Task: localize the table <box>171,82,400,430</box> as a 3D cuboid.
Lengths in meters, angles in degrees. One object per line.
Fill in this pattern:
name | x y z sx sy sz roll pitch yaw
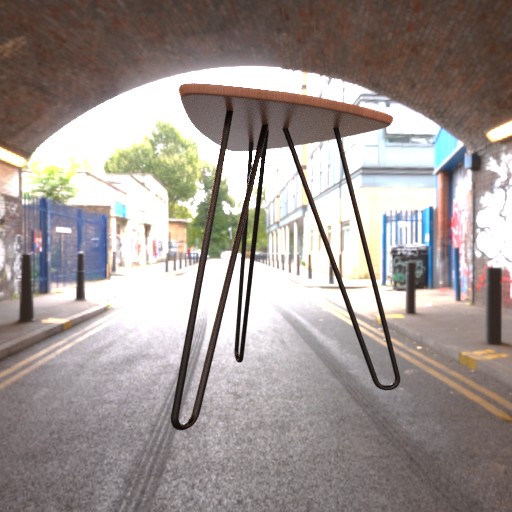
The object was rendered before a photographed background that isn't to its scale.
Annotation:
table | 0.000 0.000 0.884 0.442 0.564 0.455 1 1 36
